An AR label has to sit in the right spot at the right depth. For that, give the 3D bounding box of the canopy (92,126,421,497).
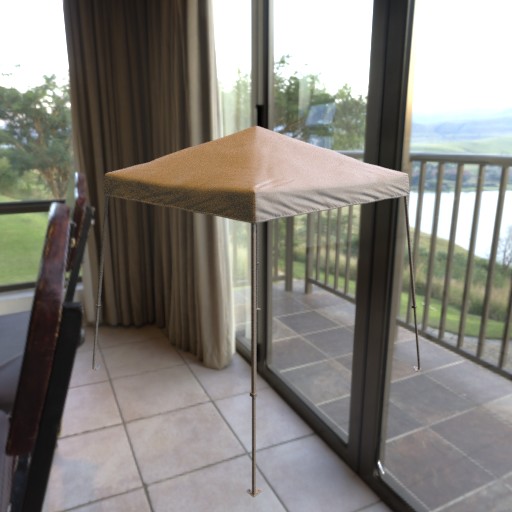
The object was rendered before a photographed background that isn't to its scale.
[{"bbox_3d":[0.000,0.000,5.053,2.849,2.849,2.848,-14,20,-43],"label":"canopy"}]
